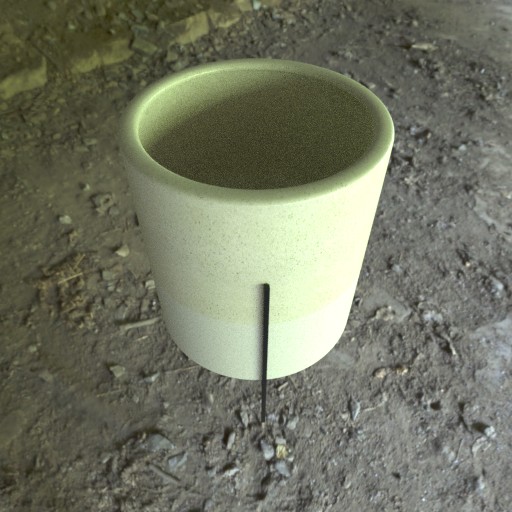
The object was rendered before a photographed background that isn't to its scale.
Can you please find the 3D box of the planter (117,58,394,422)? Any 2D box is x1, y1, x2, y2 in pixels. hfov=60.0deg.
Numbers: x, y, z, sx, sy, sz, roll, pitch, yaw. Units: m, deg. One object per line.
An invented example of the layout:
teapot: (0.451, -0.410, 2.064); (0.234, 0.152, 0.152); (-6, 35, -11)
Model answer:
planter: (0.000, 0.000, 0.698); (0.324, 0.483, 0.333); (-3, 47, -3)
